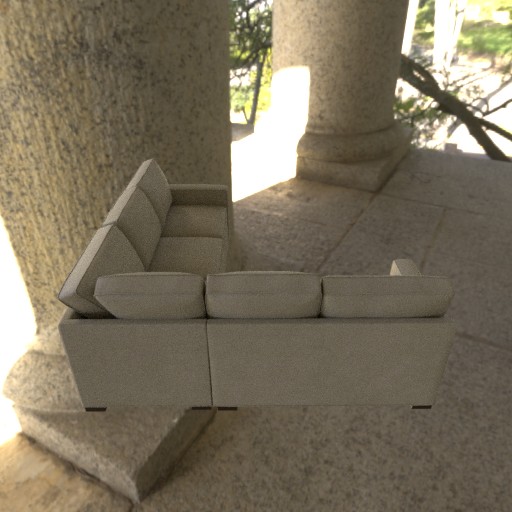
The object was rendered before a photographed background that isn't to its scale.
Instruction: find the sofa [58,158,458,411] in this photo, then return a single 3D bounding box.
[{"bbox_3d":[0.000,0.000,3.437,2.188,0.936,2.211,-1,32,-1],"label":"sofa"}]
